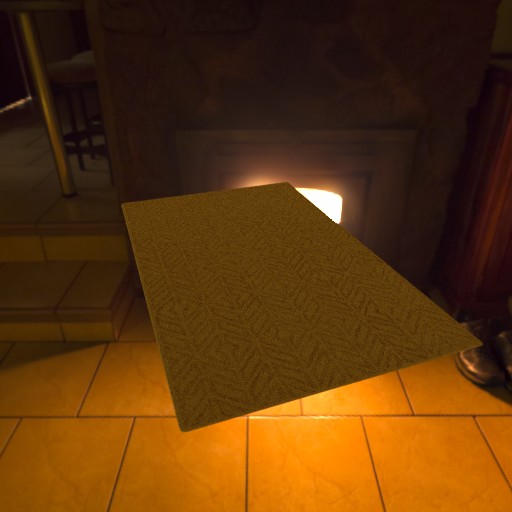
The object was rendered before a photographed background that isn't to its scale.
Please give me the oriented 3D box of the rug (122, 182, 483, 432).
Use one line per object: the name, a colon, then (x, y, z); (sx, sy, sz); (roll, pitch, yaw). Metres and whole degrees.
rug: (0.000, 0.000, 2.964); (1.523, 0.008, 2.438); (-10, 31, -17)
